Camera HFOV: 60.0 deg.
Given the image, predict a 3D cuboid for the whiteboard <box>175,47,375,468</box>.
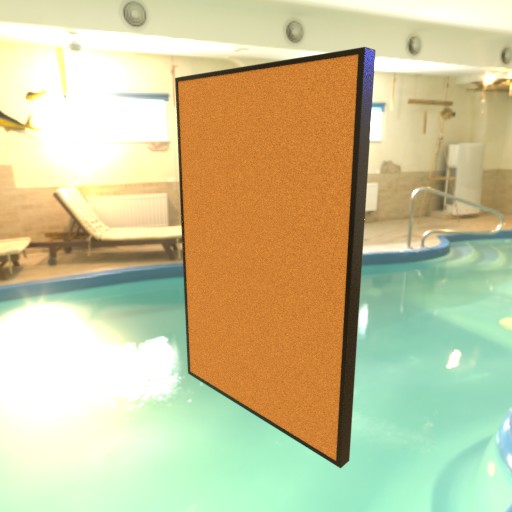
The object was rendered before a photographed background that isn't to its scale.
[{"bbox_3d":[0.000,0.000,0.767,0.026,0.611,0.406,-14,20,-42],"label":"whiteboard"}]
